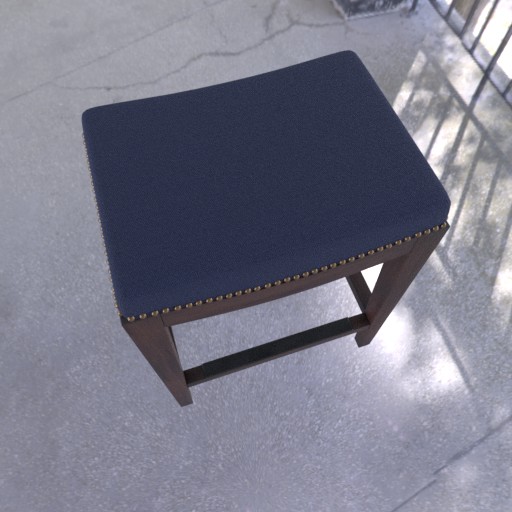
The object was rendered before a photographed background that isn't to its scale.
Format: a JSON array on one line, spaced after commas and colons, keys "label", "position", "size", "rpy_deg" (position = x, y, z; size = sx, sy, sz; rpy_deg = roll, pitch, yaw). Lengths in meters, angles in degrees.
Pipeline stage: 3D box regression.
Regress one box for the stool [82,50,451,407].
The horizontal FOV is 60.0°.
[{"label": "stool", "position": [0.000, 0.000, 0.916], "size": [0.500, 0.642, 0.361], "rpy_deg": [-16, 63, -8]}]
